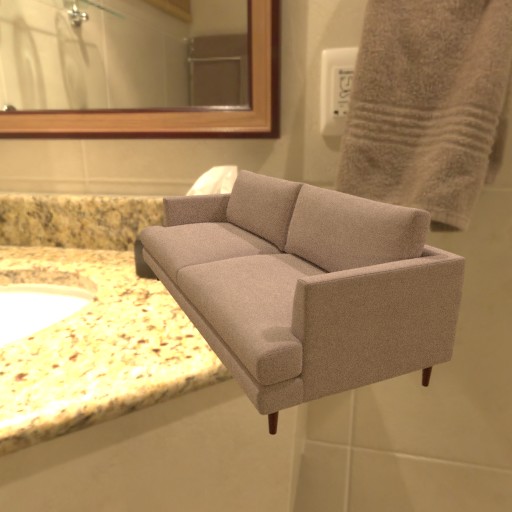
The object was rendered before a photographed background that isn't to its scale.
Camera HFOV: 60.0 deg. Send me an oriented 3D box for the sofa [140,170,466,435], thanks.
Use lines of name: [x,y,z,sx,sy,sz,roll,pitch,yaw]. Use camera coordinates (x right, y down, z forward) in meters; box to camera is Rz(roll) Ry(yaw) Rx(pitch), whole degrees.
sofa: [0.000,0.000,2.765,1.020,0.868,2.250,-7,18,-24]
